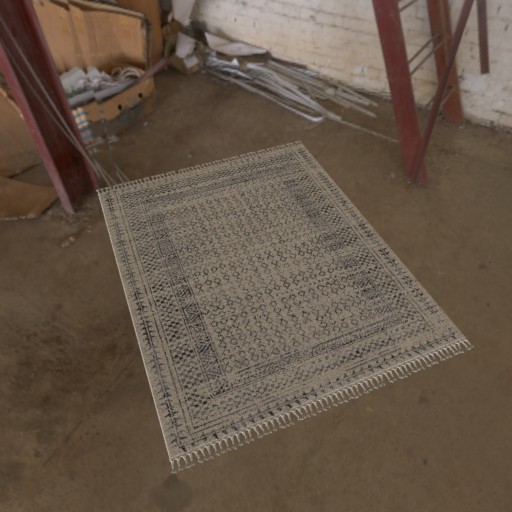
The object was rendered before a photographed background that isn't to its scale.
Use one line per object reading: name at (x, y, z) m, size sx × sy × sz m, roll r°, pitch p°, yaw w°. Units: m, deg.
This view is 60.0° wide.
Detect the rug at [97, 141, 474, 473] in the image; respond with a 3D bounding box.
rug at (0.000, 0.000, 3.889) m, size 2.312 × 0.013 × 2.940 m, roll -17°, pitch 50°, yaw -15°
